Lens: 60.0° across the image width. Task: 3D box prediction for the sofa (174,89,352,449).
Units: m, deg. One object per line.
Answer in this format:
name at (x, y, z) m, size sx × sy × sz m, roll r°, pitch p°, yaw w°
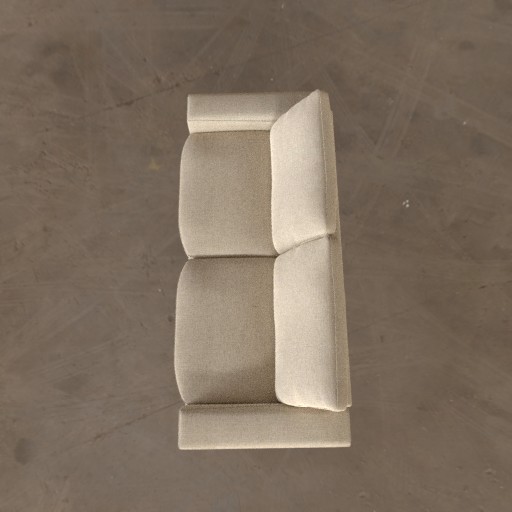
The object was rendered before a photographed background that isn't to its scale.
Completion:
sofa at (0.000, 0.000, 2.887) m, size 1.040 × 0.922 × 2.299 m, roll -1°, pitch 75°, yaw 0°
